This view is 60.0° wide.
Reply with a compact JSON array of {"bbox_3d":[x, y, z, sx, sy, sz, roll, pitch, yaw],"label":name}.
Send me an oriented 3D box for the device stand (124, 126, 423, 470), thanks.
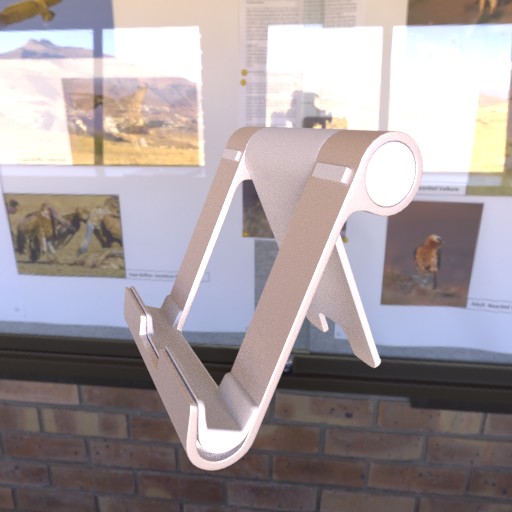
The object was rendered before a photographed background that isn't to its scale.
[{"bbox_3d":[0.000,0.000,0.151,0.079,0.084,0.086,-8,19,-24],"label":"device stand"}]
